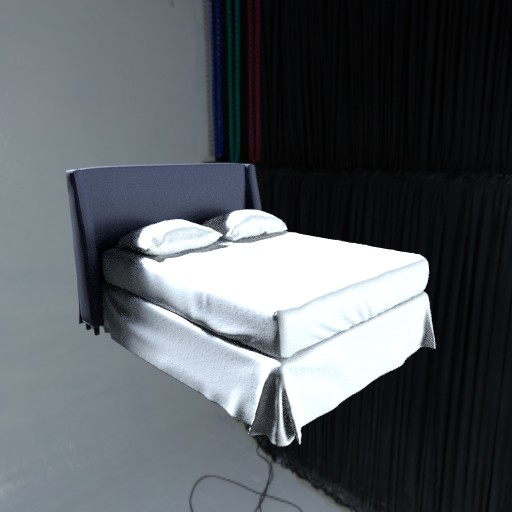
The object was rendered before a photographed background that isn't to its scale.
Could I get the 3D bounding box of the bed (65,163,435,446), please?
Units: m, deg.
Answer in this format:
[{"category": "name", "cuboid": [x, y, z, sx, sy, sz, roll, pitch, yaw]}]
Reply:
[{"category": "bed", "cuboid": [0.000, 0.000, 3.409, 1.925, 1.332, 2.276, -13, 19, -43]}]
